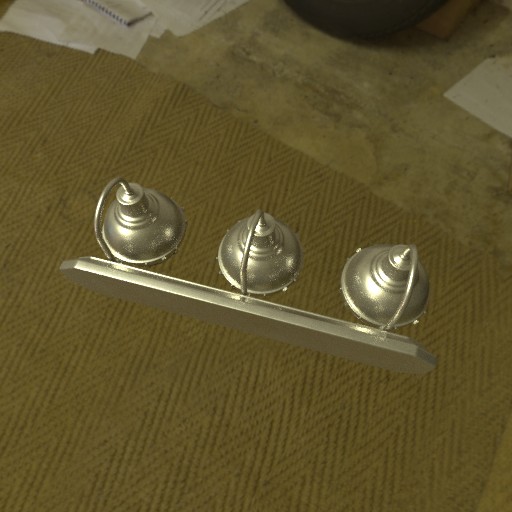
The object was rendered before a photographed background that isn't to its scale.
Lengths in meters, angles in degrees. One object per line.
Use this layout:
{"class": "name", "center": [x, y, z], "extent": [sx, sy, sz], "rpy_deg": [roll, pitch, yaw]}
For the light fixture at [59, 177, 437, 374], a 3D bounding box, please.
{"class": "light fixture", "center": [0.000, 0.000, 0.769], "extent": [0.634, 0.254, 0.229], "rpy_deg": [14, 64, 7]}
